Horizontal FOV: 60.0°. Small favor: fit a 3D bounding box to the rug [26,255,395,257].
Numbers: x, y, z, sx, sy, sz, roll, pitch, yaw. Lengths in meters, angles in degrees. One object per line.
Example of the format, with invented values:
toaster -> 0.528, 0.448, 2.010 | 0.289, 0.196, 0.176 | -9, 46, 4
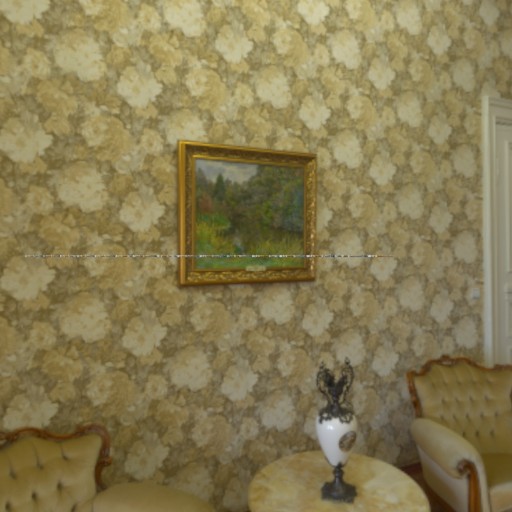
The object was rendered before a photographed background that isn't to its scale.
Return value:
rug -> 0.000, 0.000, 4.197 | 2.439, 0.010, 3.048 | 0, 0, 19
